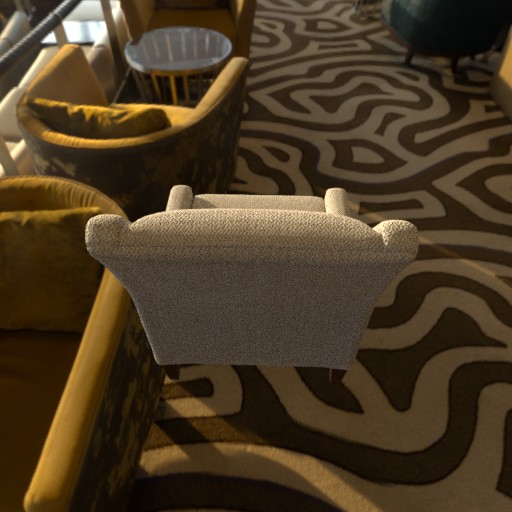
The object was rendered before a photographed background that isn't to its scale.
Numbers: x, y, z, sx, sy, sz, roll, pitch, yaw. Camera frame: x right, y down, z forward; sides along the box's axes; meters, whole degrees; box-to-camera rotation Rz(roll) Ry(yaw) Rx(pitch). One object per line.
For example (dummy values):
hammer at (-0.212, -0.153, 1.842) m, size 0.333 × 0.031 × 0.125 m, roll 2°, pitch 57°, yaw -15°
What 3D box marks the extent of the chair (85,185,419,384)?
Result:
chair at (0.000, 0.000, 1.619) m, size 0.774 × 1.014 × 0.870 m, roll 1°, pitch 47°, yaw 1°
